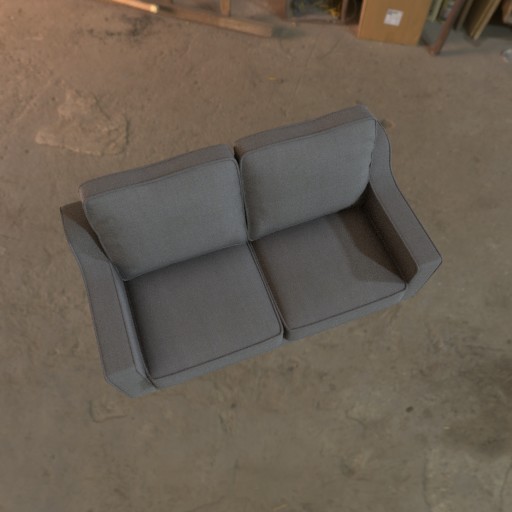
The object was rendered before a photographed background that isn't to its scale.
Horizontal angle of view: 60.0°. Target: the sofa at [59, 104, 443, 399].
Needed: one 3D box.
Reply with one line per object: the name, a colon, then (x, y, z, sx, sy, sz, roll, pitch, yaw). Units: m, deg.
sofa: (0.000, 0.000, 2.057, 1.500, 0.948, 0.791, -18, 64, -9)
